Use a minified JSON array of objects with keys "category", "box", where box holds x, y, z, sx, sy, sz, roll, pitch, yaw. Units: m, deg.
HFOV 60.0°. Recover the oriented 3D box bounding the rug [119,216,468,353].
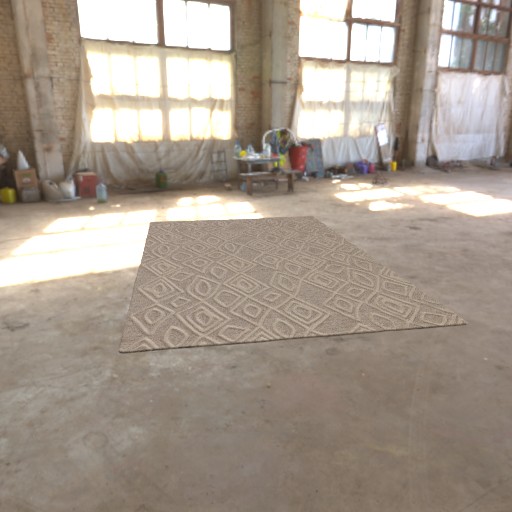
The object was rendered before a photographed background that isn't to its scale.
[{"category":"rug","box":[0.000,0.000,3.032,1.546,0.010,2.442,-3,17,-10]}]
